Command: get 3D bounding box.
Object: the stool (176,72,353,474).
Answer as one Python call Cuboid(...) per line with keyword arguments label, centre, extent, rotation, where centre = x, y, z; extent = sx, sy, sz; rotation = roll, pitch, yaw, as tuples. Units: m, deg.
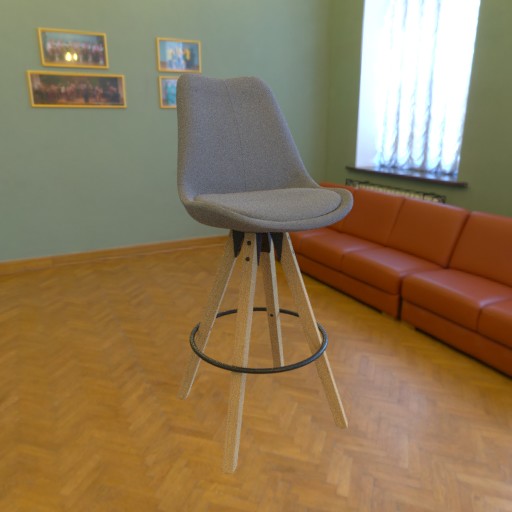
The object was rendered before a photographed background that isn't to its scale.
Cuboid(label="stool", centre=(0.000, 0.000, 1.410), extent=(0.485, 1.115, 0.550), rotation=(-9, 19, -27))
